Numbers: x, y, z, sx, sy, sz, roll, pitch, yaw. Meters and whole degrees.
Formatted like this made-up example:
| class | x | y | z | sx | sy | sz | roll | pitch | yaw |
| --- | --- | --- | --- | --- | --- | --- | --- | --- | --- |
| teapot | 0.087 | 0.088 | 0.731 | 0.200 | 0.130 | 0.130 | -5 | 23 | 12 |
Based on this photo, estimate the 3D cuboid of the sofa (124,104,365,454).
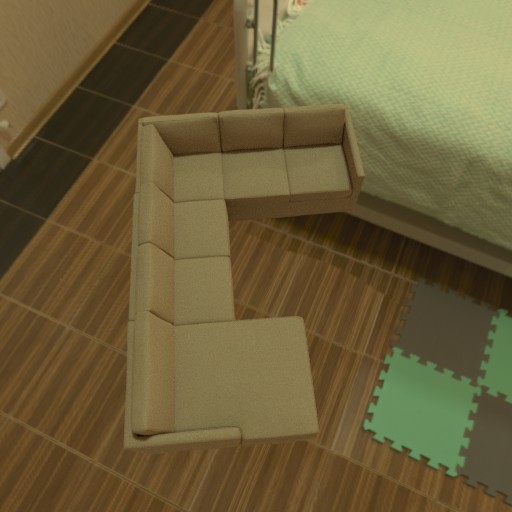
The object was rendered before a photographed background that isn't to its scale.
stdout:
| class | x | y | z | sx | sy | sz | roll | pitch | yaw |
| --- | --- | --- | --- | --- | --- | --- | --- | --- | --- |
| sofa | 0.000 | 0.000 | 4.540 | 2.476 | 0.878 | 3.528 | -4 | 64 | -2 |
